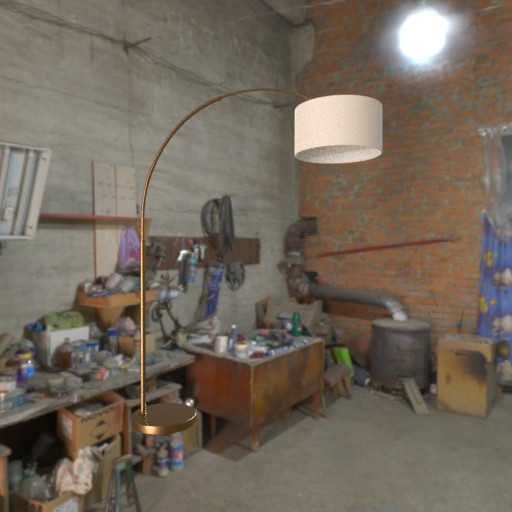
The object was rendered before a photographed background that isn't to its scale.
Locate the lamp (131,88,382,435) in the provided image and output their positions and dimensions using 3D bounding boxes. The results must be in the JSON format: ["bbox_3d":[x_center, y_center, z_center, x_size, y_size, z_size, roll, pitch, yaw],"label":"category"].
[{"bbox_3d":[0.000,0.000,2.561,1.434,1.927,0.493,0,1,0],"label":"lamp"}]
